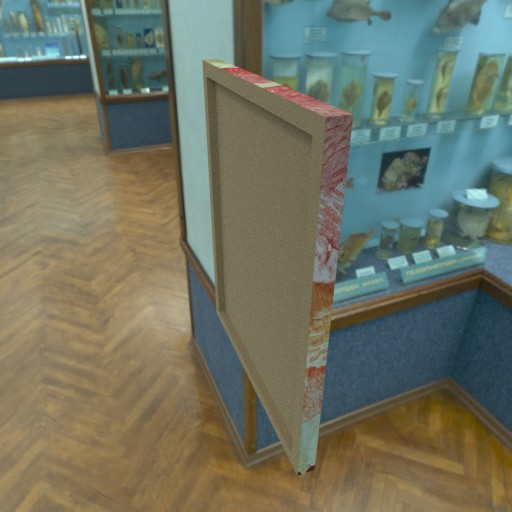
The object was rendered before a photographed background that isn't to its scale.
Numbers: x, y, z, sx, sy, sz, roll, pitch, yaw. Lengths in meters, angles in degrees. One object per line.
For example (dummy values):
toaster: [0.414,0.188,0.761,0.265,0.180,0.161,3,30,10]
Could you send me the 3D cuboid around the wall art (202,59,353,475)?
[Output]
wall art: [0.000,0.000,0.677,0.028,0.508,0.406,-11,32,-18]
